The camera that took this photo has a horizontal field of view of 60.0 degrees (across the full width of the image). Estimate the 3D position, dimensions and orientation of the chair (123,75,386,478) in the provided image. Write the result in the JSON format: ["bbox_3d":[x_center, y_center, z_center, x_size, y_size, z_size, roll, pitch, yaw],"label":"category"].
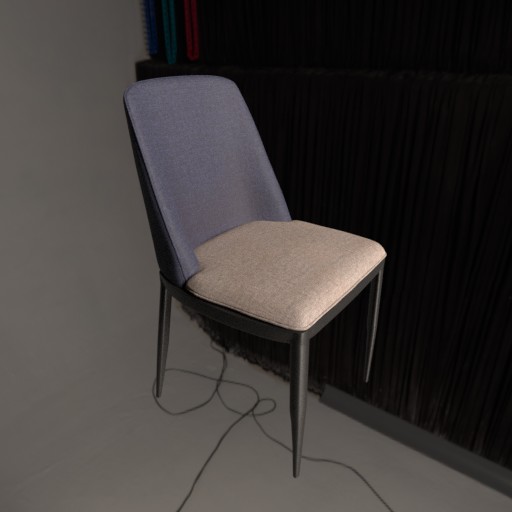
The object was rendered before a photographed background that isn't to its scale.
[{"bbox_3d":[0.000,0.000,1.143,0.551,0.839,0.480,18,31,32],"label":"chair"}]
